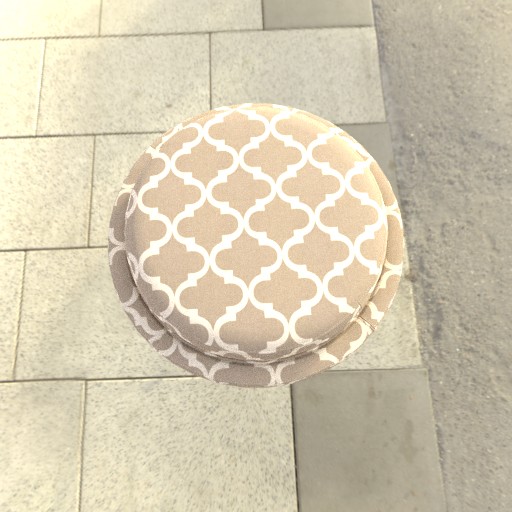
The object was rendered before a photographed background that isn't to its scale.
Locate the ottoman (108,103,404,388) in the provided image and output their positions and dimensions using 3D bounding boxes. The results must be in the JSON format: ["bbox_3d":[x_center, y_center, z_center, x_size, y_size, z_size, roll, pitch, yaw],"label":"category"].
[{"bbox_3d":[0.000,0.000,0.843,0.480,0.429,0.480,0,75,0],"label":"ottoman"}]
